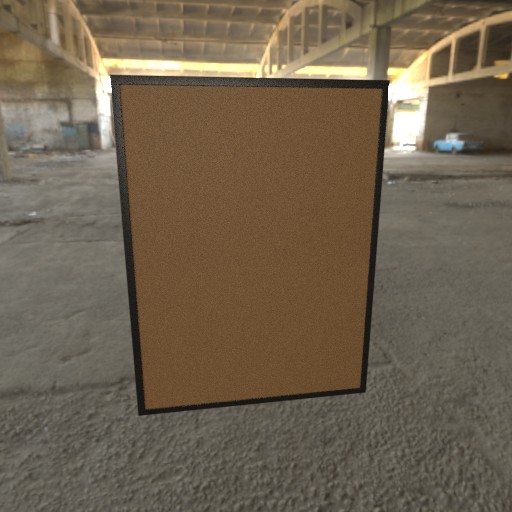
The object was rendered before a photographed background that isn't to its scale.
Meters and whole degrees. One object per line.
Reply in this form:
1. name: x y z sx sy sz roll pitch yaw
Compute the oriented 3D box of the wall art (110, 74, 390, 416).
1. wall art: 0.000 0.000 1.418 0.804 1.061 0.039 -3 16 -9
